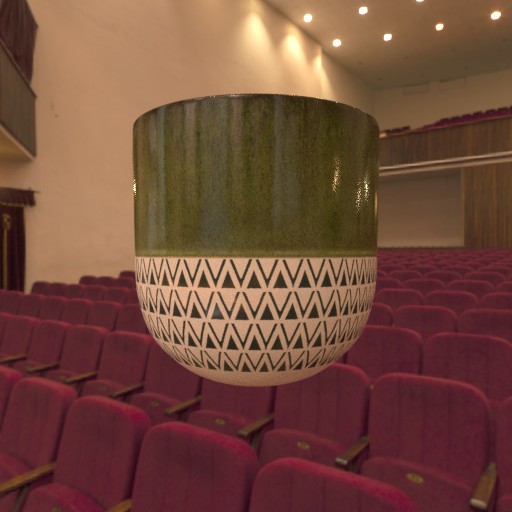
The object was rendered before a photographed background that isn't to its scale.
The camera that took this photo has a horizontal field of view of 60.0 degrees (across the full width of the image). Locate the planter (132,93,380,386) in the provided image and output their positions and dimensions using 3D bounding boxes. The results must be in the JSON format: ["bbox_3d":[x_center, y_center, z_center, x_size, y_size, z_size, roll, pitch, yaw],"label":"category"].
[{"bbox_3d":[0.000,0.000,0.496,0.266,0.270,0.266,0,1,0],"label":"planter"}]
